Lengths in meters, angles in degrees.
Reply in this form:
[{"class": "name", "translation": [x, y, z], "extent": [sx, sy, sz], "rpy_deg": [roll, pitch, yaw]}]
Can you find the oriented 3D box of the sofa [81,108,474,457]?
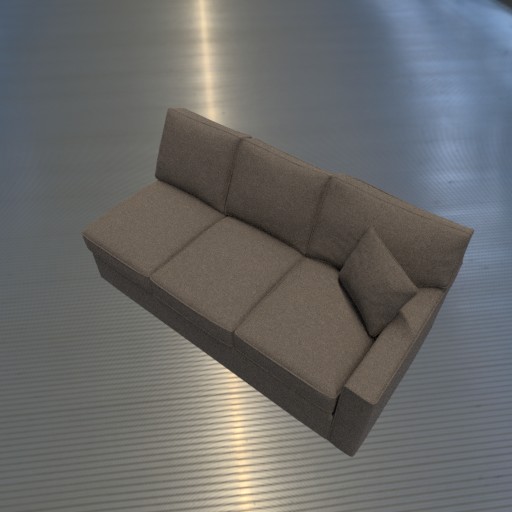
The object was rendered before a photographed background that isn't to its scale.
[{"class": "sofa", "translation": [0.000, 0.000, 2.552], "extent": [1.963, 0.946, 1.034], "rpy_deg": [29, 53, 25]}]
